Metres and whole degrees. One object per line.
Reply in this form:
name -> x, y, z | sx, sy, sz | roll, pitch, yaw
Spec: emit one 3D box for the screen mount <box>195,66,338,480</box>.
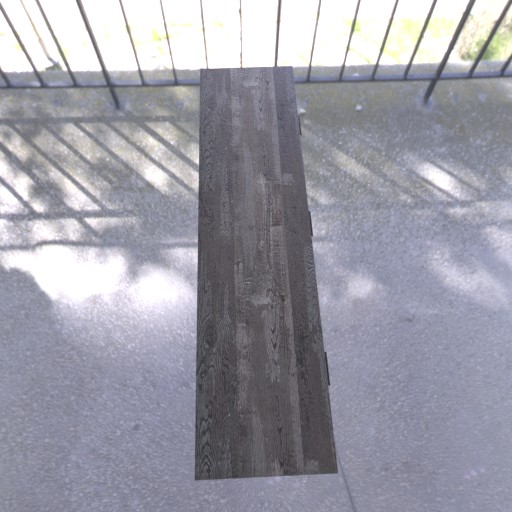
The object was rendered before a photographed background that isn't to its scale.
screen mount -> 0.000, 0.000, 1.714 | 0.395, 0.450, 1.524 | -2, 64, -1
